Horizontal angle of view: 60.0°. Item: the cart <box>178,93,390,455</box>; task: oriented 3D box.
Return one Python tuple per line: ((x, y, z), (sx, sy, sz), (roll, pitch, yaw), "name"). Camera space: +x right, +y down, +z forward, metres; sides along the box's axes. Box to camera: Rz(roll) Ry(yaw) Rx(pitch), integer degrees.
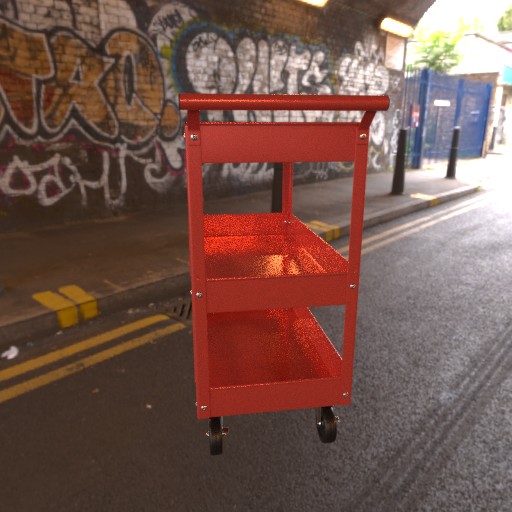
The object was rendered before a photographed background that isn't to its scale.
((0.000, 0.000, 1.197), (0.366, 0.780, 0.719), (-2, 17, -8), "cart")
